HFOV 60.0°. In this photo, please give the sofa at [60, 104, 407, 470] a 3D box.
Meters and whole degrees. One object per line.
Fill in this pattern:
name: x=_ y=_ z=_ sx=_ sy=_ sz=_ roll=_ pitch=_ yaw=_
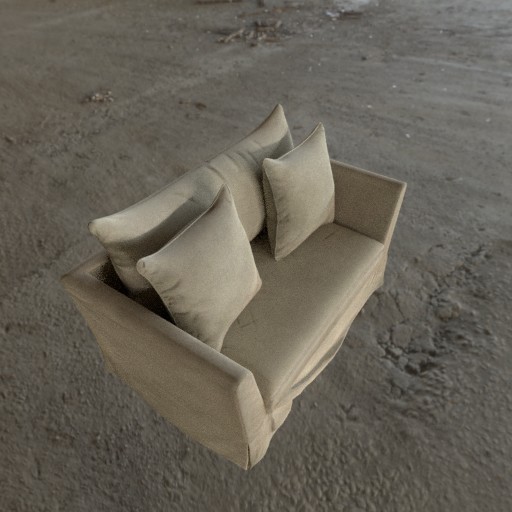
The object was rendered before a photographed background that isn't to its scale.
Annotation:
sofa: x=0.000 y=0.000 z=2.338 sx=1.035 sy=1.040 sz=1.608 roll=25 pitch=47 yaw=26
